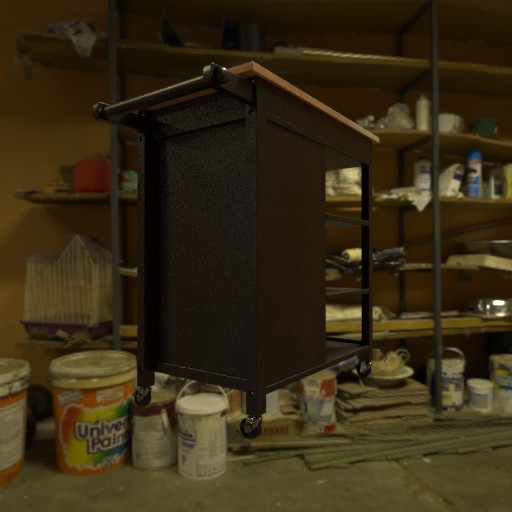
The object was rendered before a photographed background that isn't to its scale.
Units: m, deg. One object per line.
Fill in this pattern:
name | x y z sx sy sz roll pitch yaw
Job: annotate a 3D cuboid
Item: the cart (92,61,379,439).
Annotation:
cart | 0.000 0.000 1.407 0.472 0.878 0.914 0 -1 36
